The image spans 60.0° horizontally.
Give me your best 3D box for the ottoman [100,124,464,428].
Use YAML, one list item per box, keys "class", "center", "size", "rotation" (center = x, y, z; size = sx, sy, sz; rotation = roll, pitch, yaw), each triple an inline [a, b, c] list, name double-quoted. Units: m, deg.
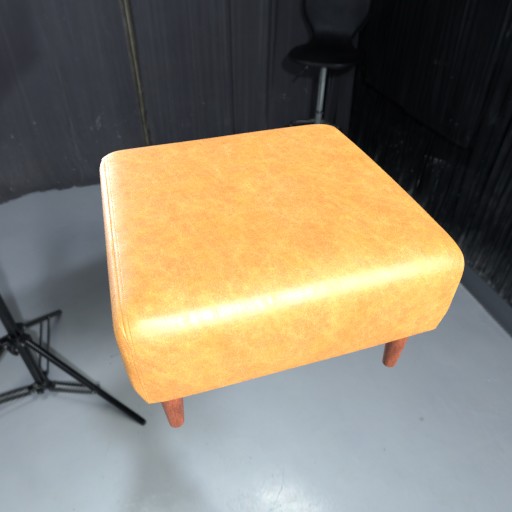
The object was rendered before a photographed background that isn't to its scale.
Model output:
- class: "ottoman"
  center: [0.000, 0.000, 1.074]
  size: [0.650, 0.399, 0.650]
  rotation: [-11, 42, -13]
